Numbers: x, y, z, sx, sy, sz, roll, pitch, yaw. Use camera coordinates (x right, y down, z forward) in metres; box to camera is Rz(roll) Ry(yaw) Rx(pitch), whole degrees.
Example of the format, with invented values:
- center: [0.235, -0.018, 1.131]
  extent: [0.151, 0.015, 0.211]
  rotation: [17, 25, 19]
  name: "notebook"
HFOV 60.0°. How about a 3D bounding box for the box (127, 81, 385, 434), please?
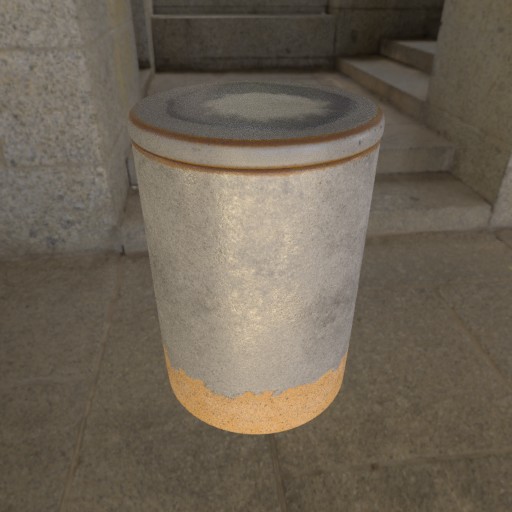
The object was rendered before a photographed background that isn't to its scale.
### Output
- center: [0.000, 0.000, 0.250]
  extent: [0.118, 0.168, 0.118]
  rotation: [0, 32, 0]
  name: "box"
